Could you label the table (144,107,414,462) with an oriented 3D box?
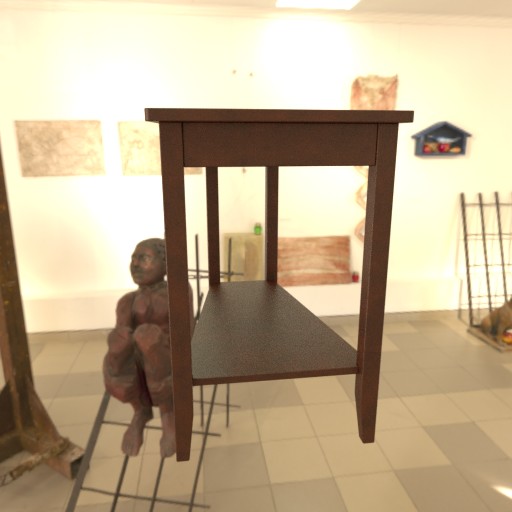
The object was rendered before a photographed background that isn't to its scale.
[{"bbox_3d":[0.000,0.000,0.999,0.399,0.589,0.605,-2,15,-8],"label":"table"}]
